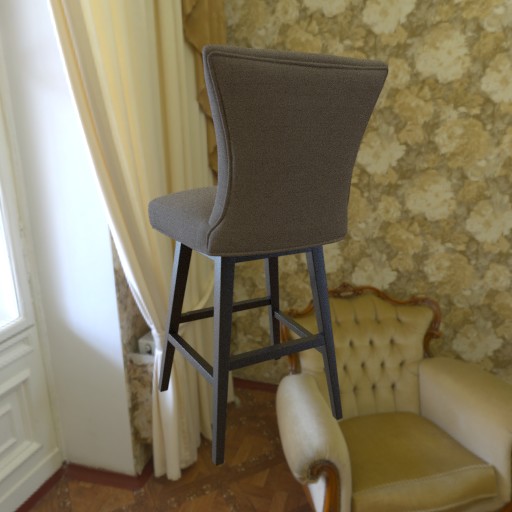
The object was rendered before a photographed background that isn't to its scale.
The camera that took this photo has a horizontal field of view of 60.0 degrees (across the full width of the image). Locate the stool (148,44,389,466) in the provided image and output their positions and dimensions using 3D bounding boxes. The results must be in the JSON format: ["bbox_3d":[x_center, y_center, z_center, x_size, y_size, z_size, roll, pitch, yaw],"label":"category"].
[{"bbox_3d":[0.000,0.000,1.362,0.514,1.086,0.574,-8,18,-27],"label":"stool"}]
